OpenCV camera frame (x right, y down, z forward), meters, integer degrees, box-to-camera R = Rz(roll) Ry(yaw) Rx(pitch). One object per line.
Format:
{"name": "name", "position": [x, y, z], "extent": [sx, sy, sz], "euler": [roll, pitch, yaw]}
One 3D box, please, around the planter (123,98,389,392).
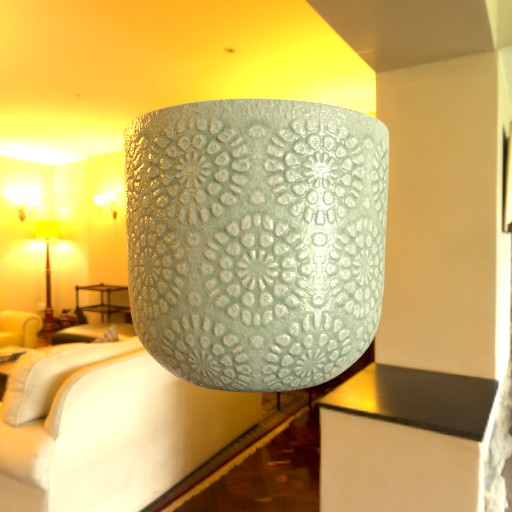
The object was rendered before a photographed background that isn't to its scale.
{"name": "planter", "position": [0.000, 0.000, 0.295], "extent": [0.169, 0.153, 0.169], "euler": [0, 1, 0]}
